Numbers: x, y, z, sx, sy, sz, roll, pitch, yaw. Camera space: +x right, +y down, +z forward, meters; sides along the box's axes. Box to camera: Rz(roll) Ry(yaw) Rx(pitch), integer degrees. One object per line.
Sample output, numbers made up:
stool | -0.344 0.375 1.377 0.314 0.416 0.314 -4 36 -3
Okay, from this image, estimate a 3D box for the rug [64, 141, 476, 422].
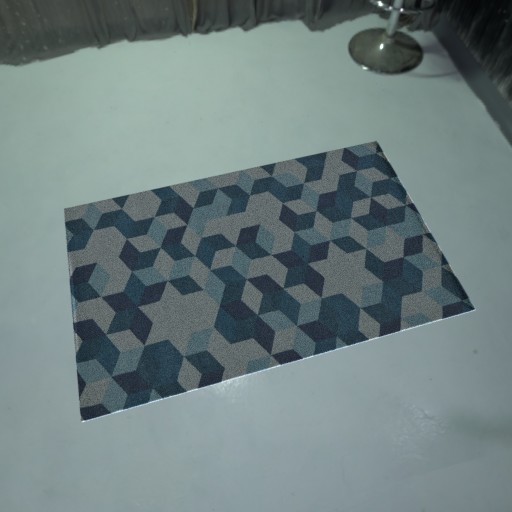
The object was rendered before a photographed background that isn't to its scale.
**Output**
rug | 0.000 0.000 2.983 2.438 0.015 1.518 -14 60 -8
